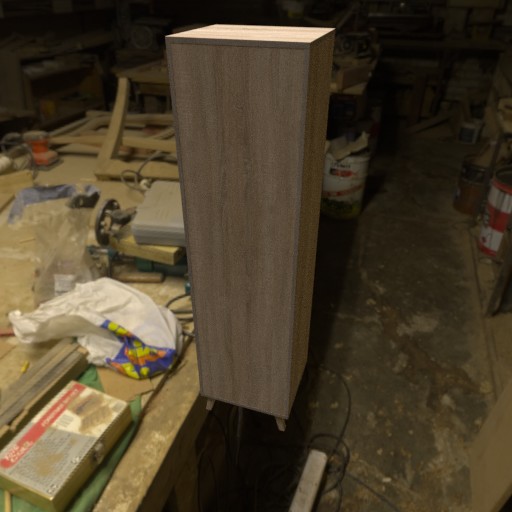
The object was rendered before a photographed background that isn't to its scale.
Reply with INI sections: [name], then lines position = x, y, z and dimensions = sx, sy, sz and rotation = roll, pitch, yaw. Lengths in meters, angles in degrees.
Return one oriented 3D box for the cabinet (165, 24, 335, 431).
[cabinet]
position = 0.000, 0.000, 2.164
dimensions = 0.510, 1.960, 0.450
rotation = 10, 34, 16
